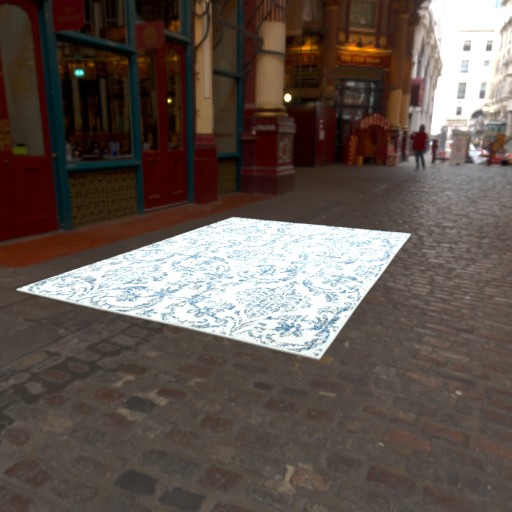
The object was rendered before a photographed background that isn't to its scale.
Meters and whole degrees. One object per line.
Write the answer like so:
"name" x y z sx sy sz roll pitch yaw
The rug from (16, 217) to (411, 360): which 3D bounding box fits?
"rug" 0.000 0.000 2.817 1.586 0.014 2.197 8 17 25
